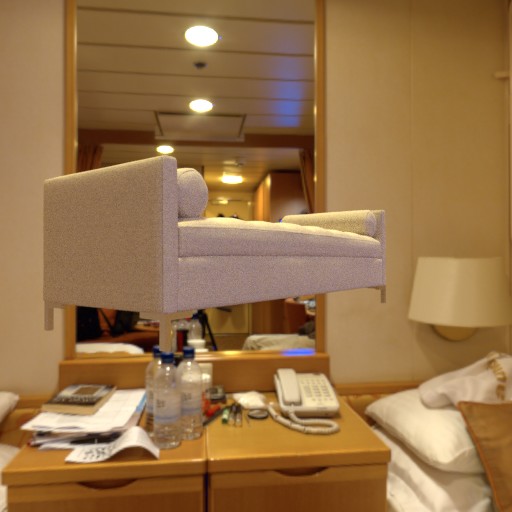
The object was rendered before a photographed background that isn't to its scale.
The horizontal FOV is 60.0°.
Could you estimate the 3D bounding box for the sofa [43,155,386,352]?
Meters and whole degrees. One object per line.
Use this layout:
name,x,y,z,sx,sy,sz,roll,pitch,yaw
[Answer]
sofa,0.000,0.000,2.522,0.797,0.655,2.102,0,-1,36
